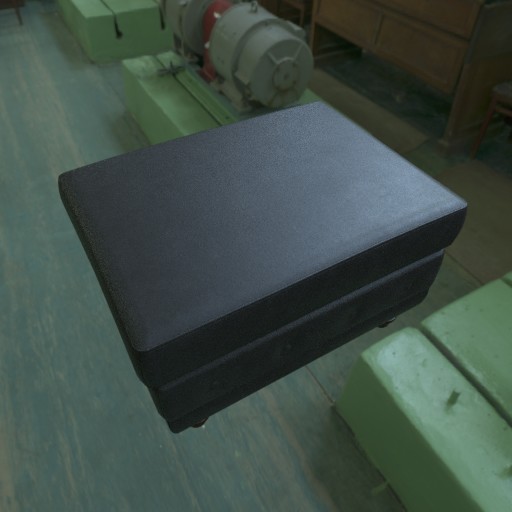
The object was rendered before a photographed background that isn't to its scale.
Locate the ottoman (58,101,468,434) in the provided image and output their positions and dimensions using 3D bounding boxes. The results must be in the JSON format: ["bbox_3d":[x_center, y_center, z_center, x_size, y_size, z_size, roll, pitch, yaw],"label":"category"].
[{"bbox_3d":[0.000,0.000,1.179,0.795,0.498,0.590,-22,49,-20],"label":"ottoman"}]
